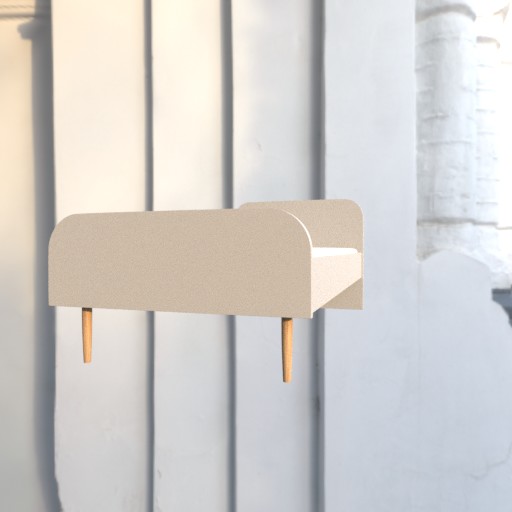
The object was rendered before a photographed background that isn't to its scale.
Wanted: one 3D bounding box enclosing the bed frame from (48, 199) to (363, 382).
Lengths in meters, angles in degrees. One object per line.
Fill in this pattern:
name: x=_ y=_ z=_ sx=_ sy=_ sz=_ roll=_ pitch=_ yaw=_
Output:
bed frame: x=0.000 y=0.000 z=2.440 sx=0.998 sy=0.805 sz=1.963 roll=0 pitch=1 yaw=18
